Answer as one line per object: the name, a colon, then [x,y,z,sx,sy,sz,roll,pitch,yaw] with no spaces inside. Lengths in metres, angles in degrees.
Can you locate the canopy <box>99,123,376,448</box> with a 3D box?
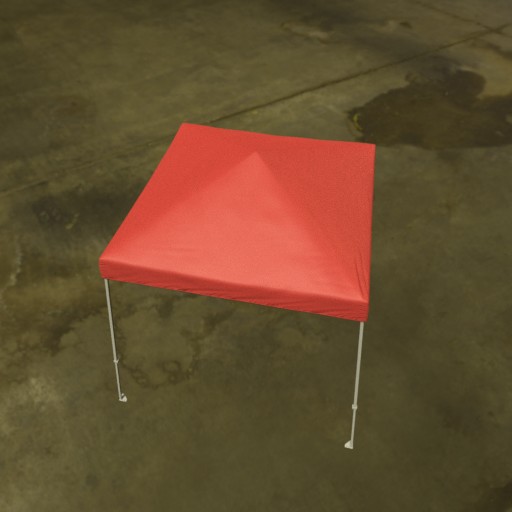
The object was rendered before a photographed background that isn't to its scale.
canopy: [0.000,0.000,5.178,2.848,2.849,2.849,9,47,8]
